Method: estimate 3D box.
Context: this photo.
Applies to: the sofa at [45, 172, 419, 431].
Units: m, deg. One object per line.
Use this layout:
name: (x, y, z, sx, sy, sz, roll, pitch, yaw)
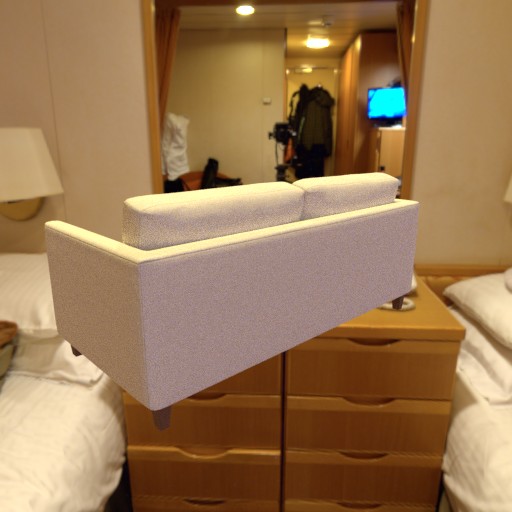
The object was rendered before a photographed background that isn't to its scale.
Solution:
sofa: (0.000, 0.000, 2.521, 1.981, 0.889, 0.965, -14, 21, -42)
